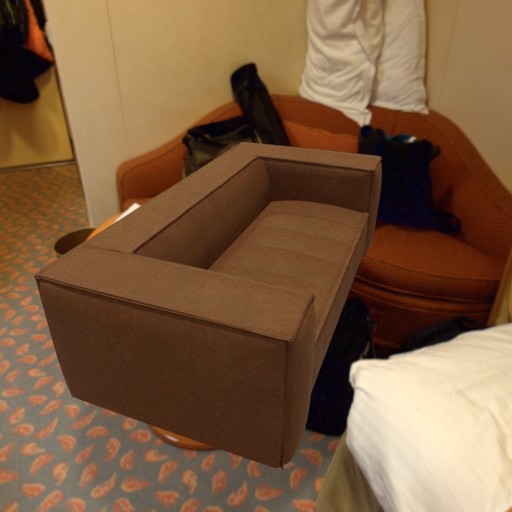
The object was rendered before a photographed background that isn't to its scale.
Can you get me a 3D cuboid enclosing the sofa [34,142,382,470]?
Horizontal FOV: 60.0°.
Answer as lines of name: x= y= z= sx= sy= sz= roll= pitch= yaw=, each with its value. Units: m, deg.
sofa: x=0.000 y=0.000 z=2.506 sx=1.102 sy=0.703 sz=2.088 roll=11 pitch=31 yaw=19
